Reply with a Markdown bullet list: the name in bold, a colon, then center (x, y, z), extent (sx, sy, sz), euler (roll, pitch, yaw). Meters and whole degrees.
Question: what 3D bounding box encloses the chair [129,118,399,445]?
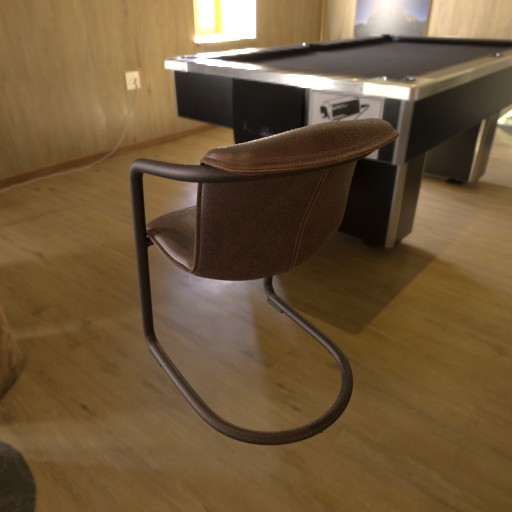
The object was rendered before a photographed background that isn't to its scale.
- **chair**: center (0.000, 0.000, 1.256), extent (0.536, 0.836, 0.664), euler (-19, 36, -29)
